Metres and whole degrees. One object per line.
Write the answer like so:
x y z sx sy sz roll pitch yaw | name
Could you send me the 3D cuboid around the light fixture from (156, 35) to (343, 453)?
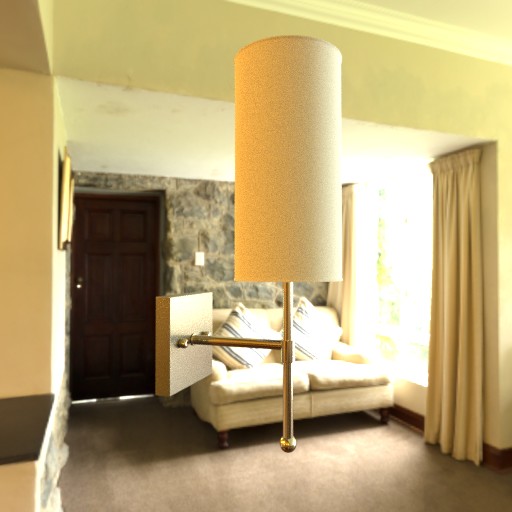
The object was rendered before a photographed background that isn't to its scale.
0.000 0.000 0.539 0.208 0.462 0.128 0 -1 20 | light fixture
